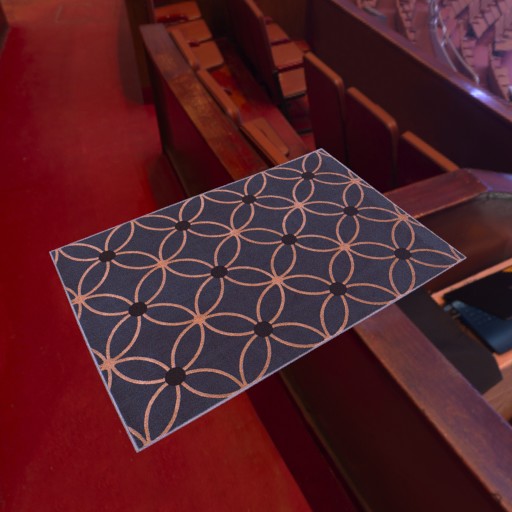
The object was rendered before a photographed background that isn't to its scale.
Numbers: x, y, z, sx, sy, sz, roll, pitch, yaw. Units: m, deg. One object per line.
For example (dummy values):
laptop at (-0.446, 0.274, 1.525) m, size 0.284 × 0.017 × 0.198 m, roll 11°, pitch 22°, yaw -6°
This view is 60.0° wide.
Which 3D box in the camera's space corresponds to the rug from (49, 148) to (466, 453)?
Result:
rug at (0.000, 0.000, 2.889) m, size 2.284 × 0.008 × 1.522 m, roll -25°, pitch 51°, yaw -22°
